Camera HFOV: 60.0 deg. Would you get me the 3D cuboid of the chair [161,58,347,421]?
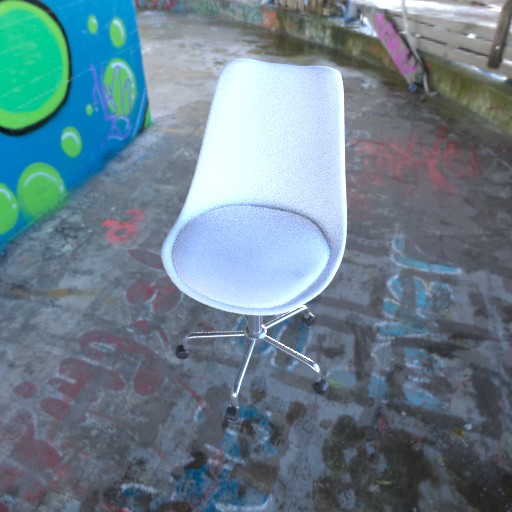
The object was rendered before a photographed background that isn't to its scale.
[{"bbox_3d":[0.000,0.000,1.284,0.550,0.930,0.550,11,42,13],"label":"chair"}]
